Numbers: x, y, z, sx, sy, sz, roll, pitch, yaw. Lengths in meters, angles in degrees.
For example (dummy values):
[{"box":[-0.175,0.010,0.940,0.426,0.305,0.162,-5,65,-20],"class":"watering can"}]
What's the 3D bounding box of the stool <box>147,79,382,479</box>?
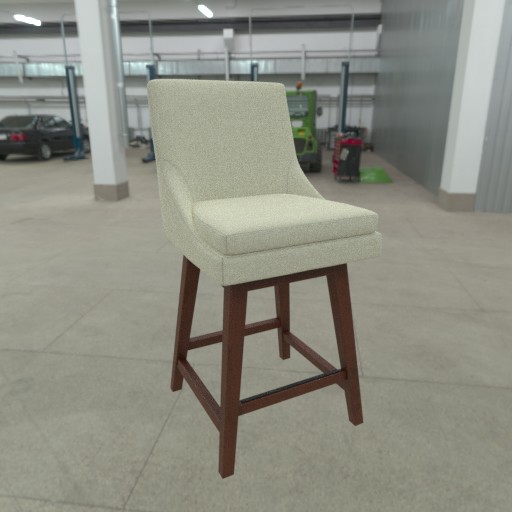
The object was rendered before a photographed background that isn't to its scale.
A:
[{"box":[0.000,0.000,1.306,0.469,0.991,0.559,-9,20,-26],"class":"stool"}]
